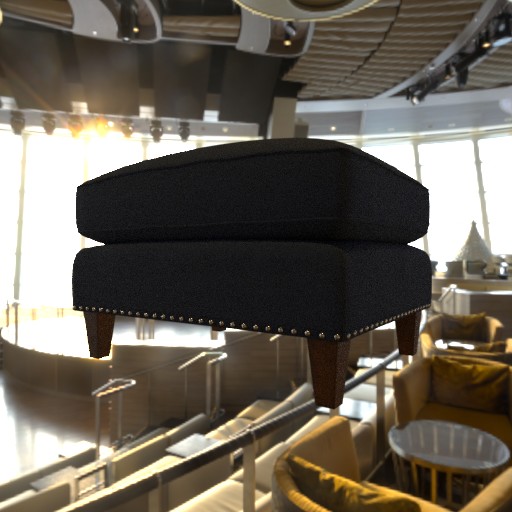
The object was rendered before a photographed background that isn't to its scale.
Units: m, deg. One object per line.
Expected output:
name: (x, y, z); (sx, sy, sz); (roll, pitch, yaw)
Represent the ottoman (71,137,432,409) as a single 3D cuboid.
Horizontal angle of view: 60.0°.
ottoman: (0.000, 0.000, 1.141); (0.741, 0.513, 0.584); (0, 0, 35)
